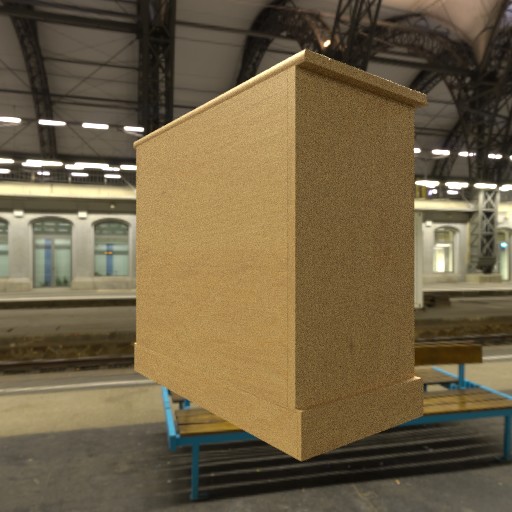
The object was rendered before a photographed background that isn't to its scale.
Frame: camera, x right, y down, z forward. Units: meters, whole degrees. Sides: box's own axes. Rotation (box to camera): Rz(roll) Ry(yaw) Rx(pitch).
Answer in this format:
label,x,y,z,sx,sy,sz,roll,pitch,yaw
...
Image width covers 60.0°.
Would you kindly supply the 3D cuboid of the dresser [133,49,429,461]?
label,x,y,z,sx,sy,sz,roll,pitch,yaw
dresser,0.000,0.000,1.390,0.440,0.835,0.915,0,0,-37
